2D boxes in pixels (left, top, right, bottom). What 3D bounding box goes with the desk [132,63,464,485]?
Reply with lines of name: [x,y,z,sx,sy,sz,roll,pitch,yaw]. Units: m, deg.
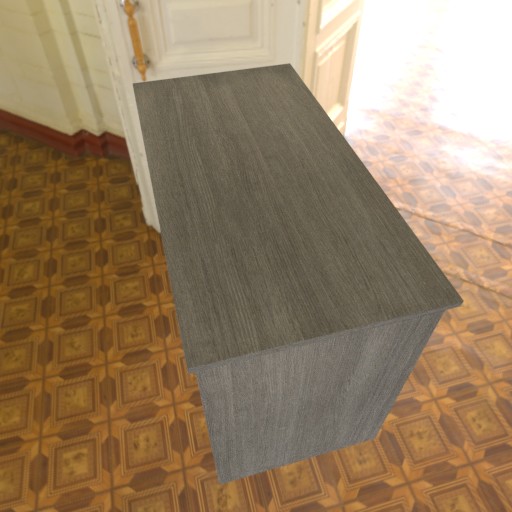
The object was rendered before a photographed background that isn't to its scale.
desk: [0.000,0.000,1.464,0.560,0.735,1.097,-12,49,-10]
